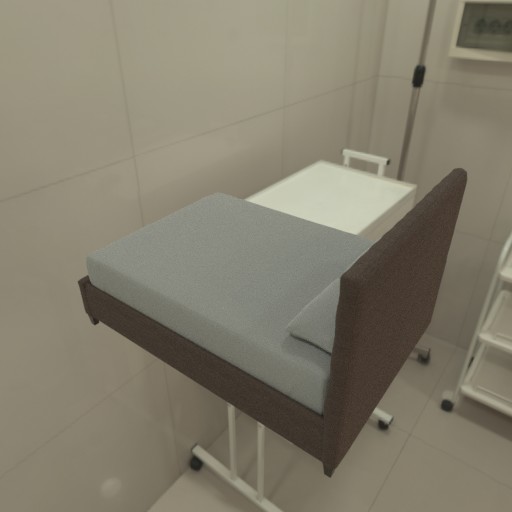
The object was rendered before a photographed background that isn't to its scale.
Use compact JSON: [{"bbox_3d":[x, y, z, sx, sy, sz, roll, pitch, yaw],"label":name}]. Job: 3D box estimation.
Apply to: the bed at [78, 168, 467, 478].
[{"bbox_3d":[0.000,0.000,3.404,2.387,1.427,1.698,21,37,31],"label":"bed"}]
